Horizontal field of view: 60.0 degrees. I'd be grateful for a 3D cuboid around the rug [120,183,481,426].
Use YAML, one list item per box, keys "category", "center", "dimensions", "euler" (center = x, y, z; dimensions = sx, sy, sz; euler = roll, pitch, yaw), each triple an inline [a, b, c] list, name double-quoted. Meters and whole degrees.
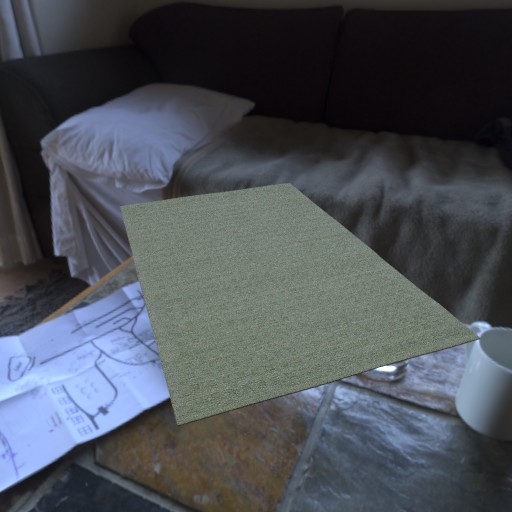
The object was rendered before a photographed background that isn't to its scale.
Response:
- category: "rug"
  center: [0.000, 0.000, 2.190]
  dimensions: [1.143, 0.006, 1.747]
  euler: [-10, 31, -18]
